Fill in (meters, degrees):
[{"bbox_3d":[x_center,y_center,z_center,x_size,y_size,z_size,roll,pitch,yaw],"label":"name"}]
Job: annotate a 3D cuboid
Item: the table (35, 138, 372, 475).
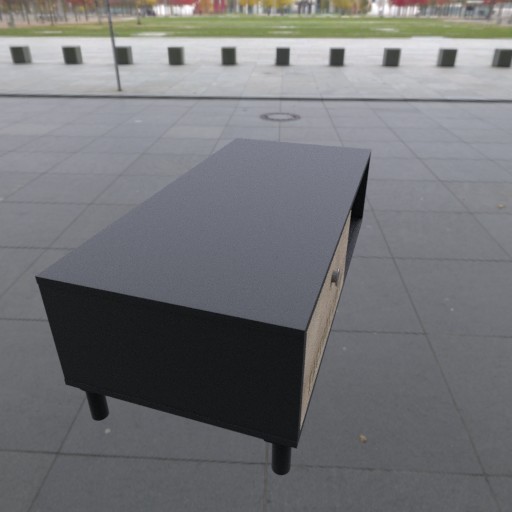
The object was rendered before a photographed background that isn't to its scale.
[{"bbox_3d":[0.000,0.000,1.326,0.550,0.400,1.100,9,30,16],"label":"table"}]
